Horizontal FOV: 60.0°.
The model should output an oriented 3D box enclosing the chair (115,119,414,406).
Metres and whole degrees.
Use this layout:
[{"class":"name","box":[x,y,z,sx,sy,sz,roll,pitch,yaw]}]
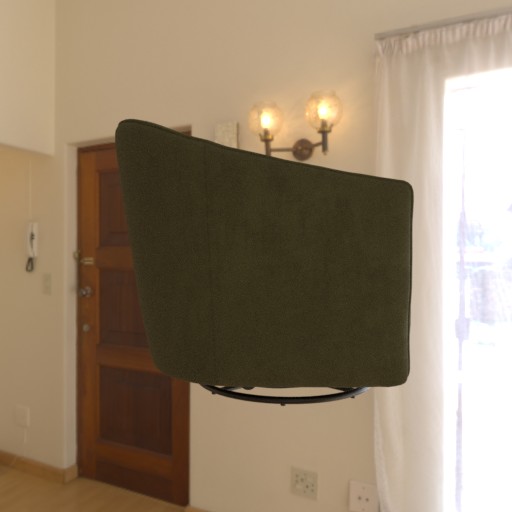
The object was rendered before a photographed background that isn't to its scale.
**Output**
[{"class":"chair","box":[0.000,0.000,1.462,0.875,0.799,0.747,0,0,1]}]
